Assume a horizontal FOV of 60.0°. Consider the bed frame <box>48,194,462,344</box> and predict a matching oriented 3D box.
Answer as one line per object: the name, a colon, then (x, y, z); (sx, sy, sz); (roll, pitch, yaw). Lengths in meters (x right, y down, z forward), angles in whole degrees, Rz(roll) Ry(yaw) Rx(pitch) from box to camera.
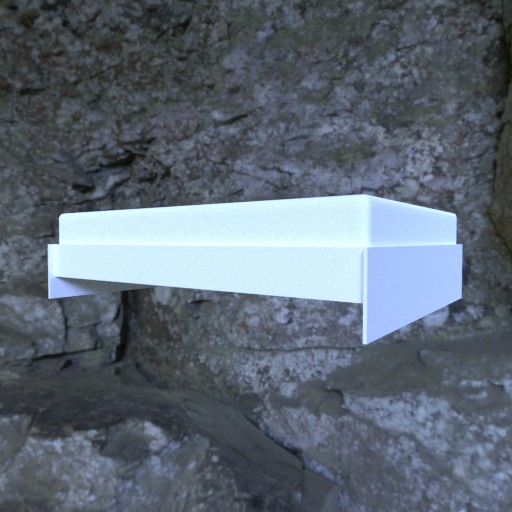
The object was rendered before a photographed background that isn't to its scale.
bed frame: (0.000, 0.000, 2.593); (1.945, 0.497, 1.445); (1, 2, 36)
